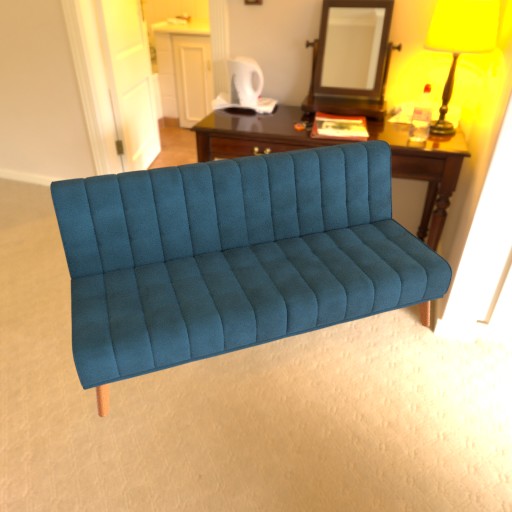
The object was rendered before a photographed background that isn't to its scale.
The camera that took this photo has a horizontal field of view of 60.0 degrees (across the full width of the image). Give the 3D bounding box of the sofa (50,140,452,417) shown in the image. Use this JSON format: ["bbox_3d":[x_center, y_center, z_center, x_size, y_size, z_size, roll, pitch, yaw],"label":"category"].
[{"bbox_3d":[0.000,0.000,2.282,1.804,0.813,0.855,-11,35,-16],"label":"sofa"}]
